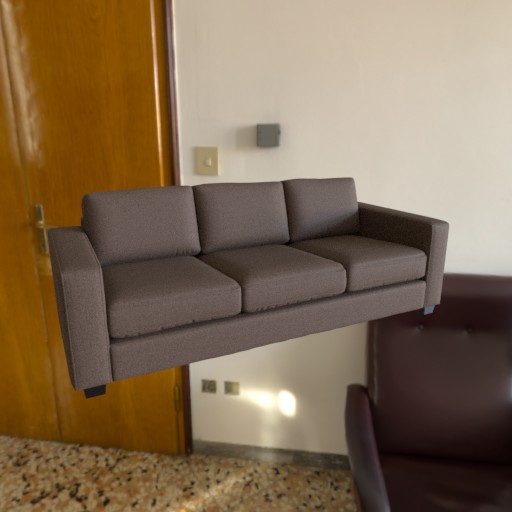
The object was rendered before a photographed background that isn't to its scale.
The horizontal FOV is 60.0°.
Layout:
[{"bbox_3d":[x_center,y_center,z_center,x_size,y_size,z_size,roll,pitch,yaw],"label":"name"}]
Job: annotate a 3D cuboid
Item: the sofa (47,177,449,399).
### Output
[{"bbox_3d":[0.000,0.000,2.597,2.160,0.806,0.900,-8,18,-26],"label":"sofa"}]
